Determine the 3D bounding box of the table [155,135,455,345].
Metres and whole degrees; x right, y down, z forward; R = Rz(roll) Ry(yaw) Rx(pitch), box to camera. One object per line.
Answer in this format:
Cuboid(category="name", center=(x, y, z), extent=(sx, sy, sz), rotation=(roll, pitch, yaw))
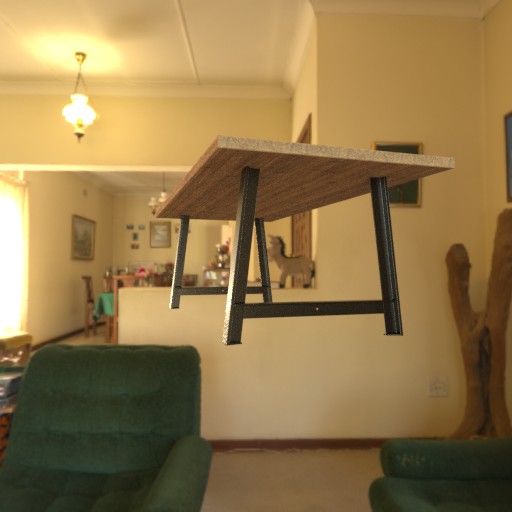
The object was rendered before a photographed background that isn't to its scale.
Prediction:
Cuboid(category="table", center=(0.000, 0.000, 2.700), extent=(1.000, 0.757, 2.200), rotation=(1, -2, -18))
